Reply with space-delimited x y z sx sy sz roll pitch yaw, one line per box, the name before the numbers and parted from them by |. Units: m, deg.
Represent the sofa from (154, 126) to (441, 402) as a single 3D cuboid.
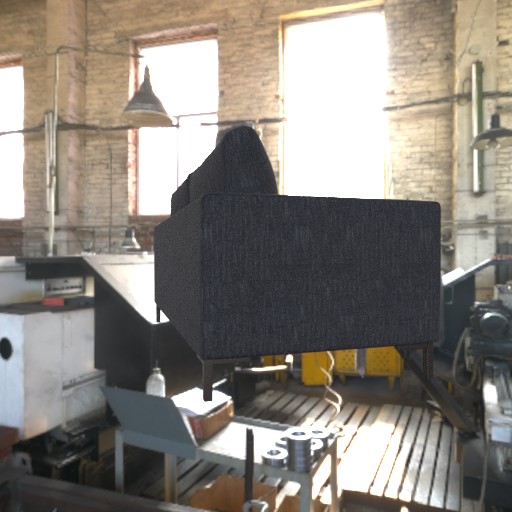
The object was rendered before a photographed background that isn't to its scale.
sofa | 0.000 0.000 2.223 0.866 0.862 1.716 0 0 -18
